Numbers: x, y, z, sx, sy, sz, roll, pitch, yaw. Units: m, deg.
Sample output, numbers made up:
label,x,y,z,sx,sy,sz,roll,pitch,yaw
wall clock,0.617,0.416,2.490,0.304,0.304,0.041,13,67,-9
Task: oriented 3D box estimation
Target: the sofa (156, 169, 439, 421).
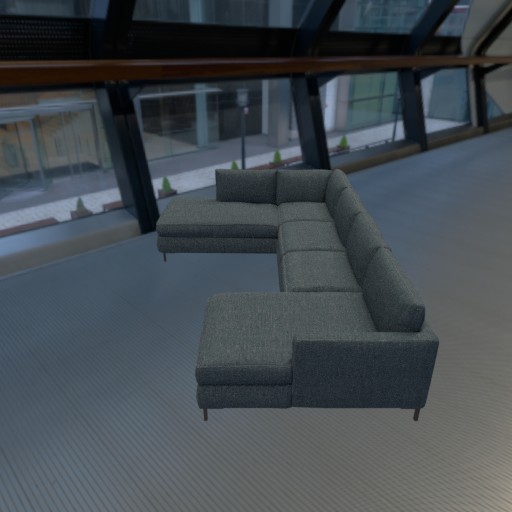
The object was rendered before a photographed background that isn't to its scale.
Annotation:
label,x,y,z,sx,sy,sz,roll,pitch,yaw
sofa,0.000,0.000,3.505,1.879,0.753,2.737,0,26,1
